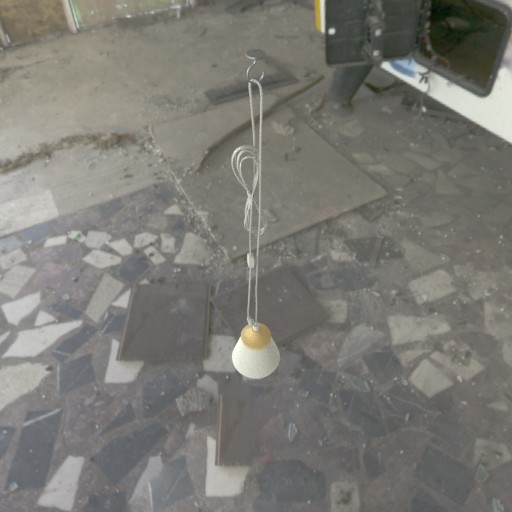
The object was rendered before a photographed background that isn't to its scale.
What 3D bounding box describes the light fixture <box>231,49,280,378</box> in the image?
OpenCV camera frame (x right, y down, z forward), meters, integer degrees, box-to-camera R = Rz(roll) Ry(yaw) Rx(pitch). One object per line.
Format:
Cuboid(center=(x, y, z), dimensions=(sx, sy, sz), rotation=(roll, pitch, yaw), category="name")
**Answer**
Cuboid(center=(0.000, 0.000, 1.065), dimensions=(0.153, 0.966, 0.153), rotation=(5, 48, 4), category="light fixture")
